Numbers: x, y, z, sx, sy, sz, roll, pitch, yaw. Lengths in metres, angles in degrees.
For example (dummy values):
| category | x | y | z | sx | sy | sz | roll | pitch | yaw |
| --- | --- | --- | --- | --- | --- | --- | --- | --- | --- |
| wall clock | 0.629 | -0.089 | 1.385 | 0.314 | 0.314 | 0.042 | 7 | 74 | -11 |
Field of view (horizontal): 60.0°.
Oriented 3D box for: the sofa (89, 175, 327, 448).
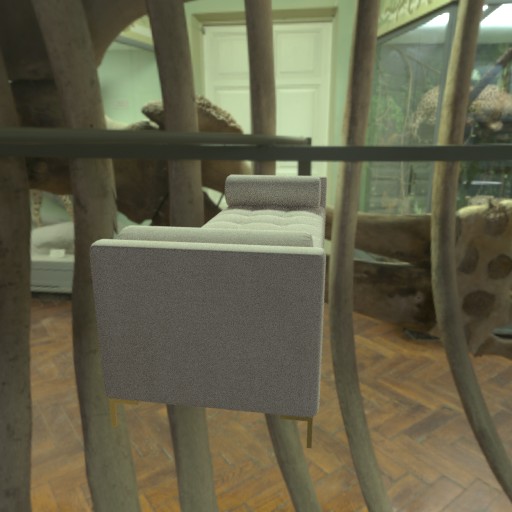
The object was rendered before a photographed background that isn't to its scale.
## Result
| category | x | y | z | sx | sy | sz | roll | pitch | yaw |
| --- | --- | --- | --- | --- | --- | --- | --- | --- | --- |
| sofa | 0.000 | 0.000 | 2.250 | 0.686 | 0.635 | 1.981 | 2 | 16 | 8 |
